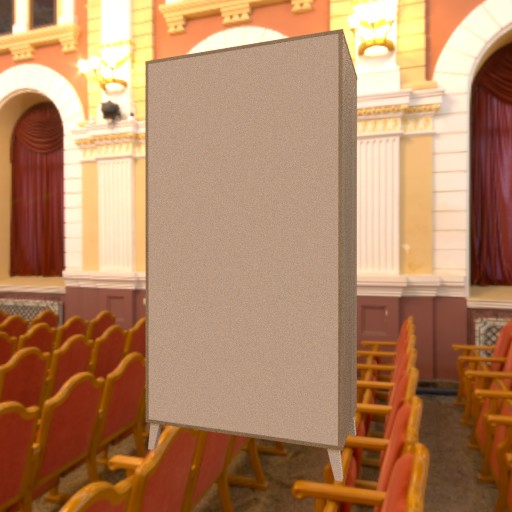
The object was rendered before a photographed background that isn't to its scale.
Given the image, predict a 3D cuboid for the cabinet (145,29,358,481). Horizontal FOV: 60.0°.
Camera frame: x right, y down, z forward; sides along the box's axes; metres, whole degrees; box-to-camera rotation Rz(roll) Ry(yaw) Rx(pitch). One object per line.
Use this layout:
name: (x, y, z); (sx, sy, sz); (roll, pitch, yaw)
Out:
cabinet: (0.000, 0.000, 2.384); (1.006, 1.999, 0.571); (0, 0, 19)
